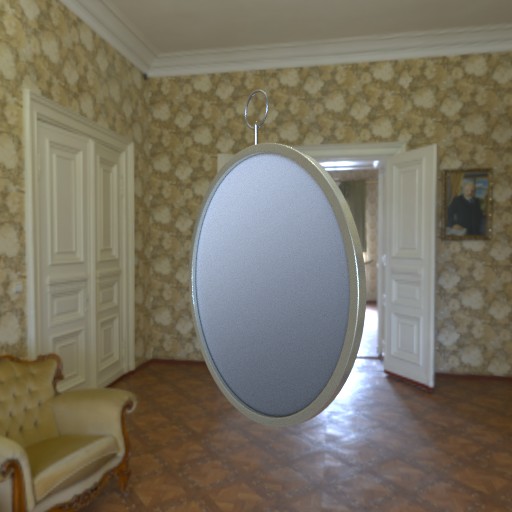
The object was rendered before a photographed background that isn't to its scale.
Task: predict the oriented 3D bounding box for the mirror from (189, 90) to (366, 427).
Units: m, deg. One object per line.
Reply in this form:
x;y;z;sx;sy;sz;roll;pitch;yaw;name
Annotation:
0.000;0.000;0.961;0.020;0.713;0.594;-1;1;-36;mirror
